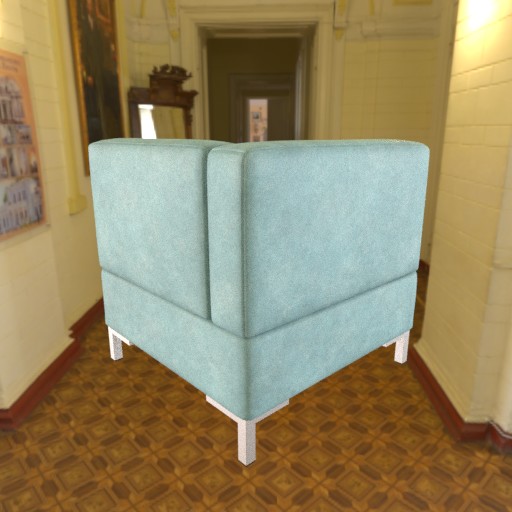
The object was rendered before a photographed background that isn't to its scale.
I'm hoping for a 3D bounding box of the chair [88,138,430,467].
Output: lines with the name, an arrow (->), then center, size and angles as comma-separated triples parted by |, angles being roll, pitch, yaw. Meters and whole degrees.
chair -> 0.000, 0.000, 1.281 | 0.691, 0.660, 0.684 | -14, 21, -41
